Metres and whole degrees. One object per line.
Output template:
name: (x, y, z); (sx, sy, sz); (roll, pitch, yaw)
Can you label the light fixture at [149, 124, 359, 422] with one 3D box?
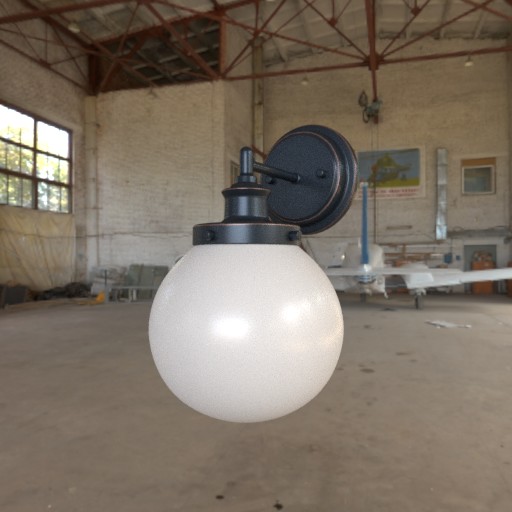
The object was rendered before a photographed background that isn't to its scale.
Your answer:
light fixture: (0.000, 0.000, 0.473); (0.197, 0.332, 0.230); (0, -1, 36)
